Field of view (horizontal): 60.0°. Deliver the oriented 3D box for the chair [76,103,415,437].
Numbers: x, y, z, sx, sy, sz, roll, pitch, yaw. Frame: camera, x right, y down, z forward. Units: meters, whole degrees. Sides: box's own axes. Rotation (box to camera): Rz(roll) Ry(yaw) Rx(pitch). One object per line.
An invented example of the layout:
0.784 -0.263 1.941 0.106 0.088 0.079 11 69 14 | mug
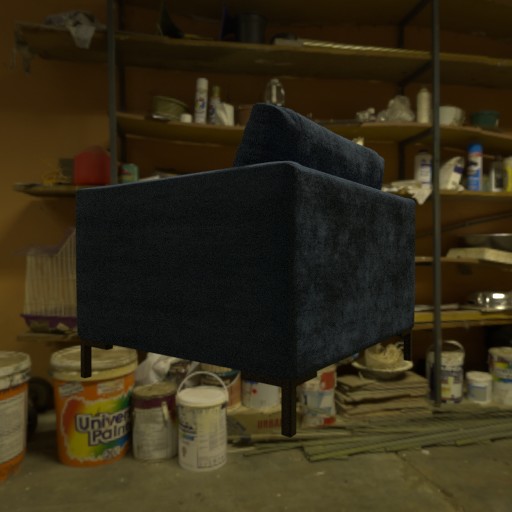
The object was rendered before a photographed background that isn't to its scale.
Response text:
0.000 0.000 1.610 0.875 0.812 0.964 0 1 36 | chair
